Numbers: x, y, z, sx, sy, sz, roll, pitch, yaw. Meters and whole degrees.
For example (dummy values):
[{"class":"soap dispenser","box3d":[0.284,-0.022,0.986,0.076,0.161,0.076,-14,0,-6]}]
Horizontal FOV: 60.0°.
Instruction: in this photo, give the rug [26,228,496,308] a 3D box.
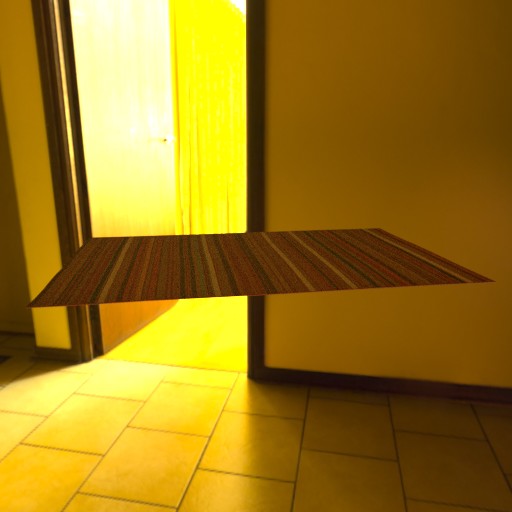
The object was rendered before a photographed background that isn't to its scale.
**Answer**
[{"class":"rug","box3d":[0.000,0.000,2.978,2.438,0.008,1.523,-2,15,-9]}]
